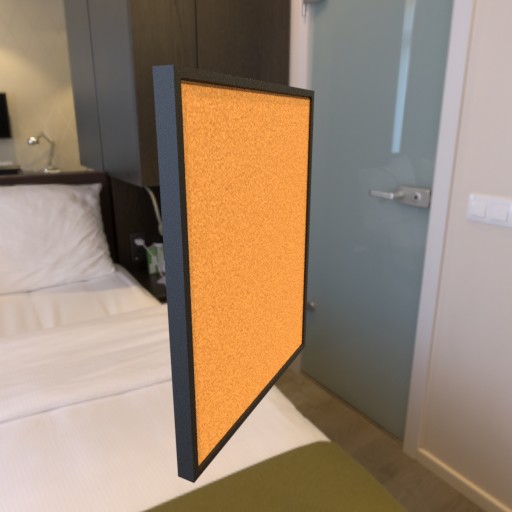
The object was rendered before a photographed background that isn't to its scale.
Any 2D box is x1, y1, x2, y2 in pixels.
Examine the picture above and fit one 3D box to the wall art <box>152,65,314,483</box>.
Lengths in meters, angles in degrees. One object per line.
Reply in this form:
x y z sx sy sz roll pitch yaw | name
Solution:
0.000 0.000 0.762 0.029 0.559 0.457 8 19 25 | wall art
